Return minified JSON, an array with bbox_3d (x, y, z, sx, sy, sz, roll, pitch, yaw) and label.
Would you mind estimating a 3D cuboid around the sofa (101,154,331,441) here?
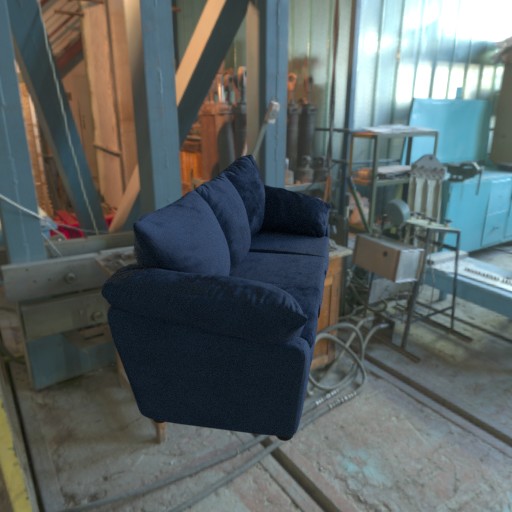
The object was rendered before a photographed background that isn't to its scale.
[{"bbox_3d":[0.000,0.000,2.870,0.907,1.091,2.390,4,19,11],"label":"sofa"}]
